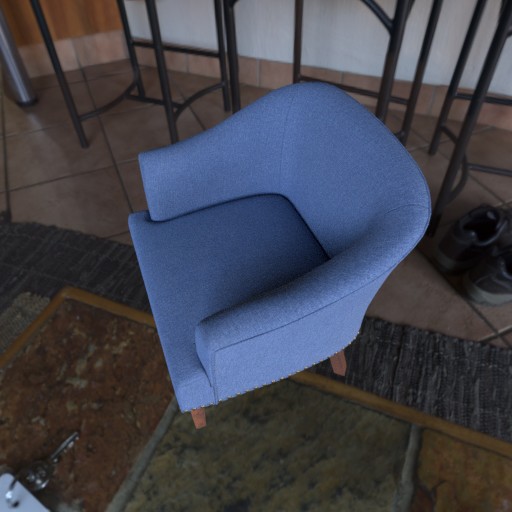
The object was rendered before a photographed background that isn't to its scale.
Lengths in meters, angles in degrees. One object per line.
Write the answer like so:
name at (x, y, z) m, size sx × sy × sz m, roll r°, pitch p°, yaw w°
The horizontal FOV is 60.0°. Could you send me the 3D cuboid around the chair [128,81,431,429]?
chair at (0.000, 0.000, 1.395) m, size 0.704 × 0.815 × 0.798 m, roll -16°, pitch 49°, yaw -14°
